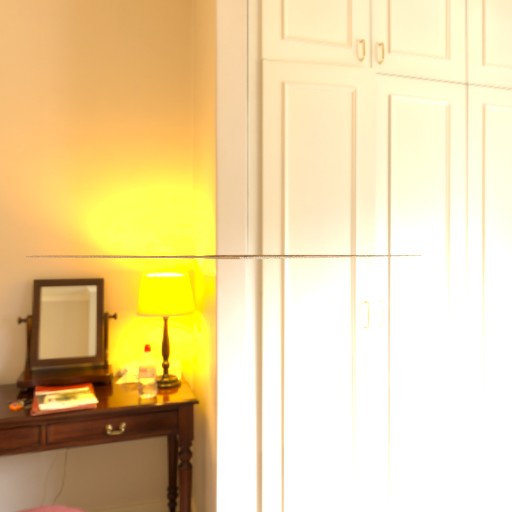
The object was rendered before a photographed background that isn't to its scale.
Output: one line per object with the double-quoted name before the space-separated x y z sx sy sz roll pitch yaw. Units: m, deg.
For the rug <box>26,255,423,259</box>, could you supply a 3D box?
"rug" 0.000 0.000 2.923 1.522 0.008 2.284 0 0 36
